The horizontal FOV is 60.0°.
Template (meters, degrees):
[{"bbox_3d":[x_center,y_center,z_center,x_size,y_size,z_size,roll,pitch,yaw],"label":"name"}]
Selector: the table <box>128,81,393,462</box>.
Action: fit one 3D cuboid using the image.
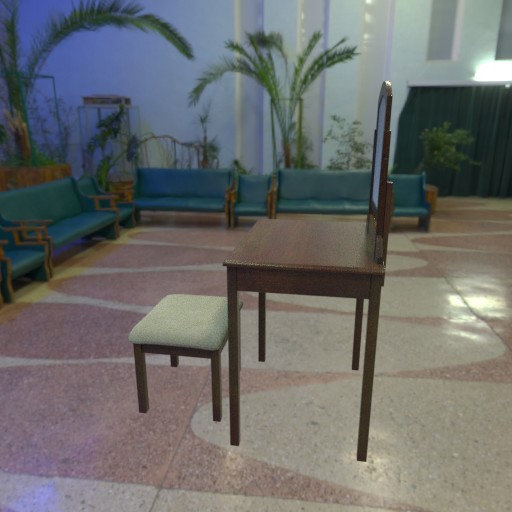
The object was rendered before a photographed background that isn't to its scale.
[{"bbox_3d":[0.000,0.000,2.240,1.211,1.631,0.876,3,17,10],"label":"table"}]
